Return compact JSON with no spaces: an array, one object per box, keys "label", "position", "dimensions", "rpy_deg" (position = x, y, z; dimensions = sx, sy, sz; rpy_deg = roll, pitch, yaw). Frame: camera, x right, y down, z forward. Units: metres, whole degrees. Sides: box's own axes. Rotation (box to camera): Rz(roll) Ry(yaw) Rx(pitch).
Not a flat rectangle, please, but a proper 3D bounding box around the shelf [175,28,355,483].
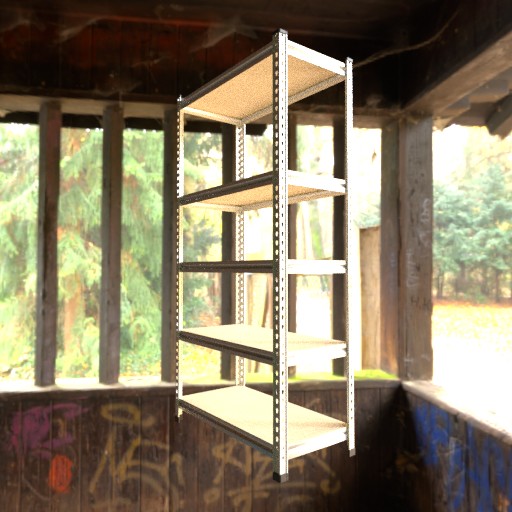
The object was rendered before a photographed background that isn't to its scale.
[{"label":"shelf","position":[0.000,0.000,2.279],"dimensions":[0.457,1.829,0.914],"rpy_deg":[1,-2,-37]}]
